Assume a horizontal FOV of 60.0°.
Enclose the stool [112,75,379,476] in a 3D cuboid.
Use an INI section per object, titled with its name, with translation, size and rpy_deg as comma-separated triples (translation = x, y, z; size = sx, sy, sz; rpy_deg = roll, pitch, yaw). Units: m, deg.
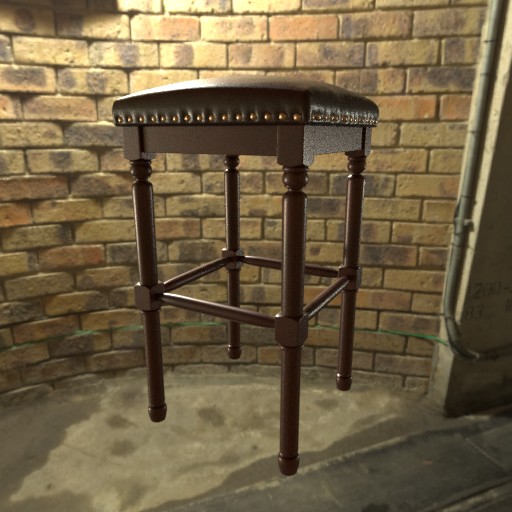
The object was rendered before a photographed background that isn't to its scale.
[stool]
translation = 0.000, 0.000, 0.933
size = 0.383, 0.702, 0.382
rpy_deg = 9, 18, 28
